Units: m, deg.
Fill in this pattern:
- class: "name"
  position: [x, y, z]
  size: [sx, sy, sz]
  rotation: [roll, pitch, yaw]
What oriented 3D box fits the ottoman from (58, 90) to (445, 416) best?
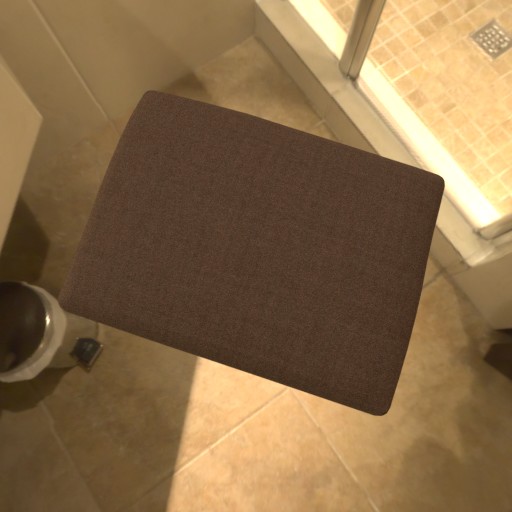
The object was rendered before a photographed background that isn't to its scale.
- class: "ottoman"
  position: [0.000, 0.000, 1.229]
  size: [0.809, 0.555, 0.599]
  rotation: [18, 78, 4]
